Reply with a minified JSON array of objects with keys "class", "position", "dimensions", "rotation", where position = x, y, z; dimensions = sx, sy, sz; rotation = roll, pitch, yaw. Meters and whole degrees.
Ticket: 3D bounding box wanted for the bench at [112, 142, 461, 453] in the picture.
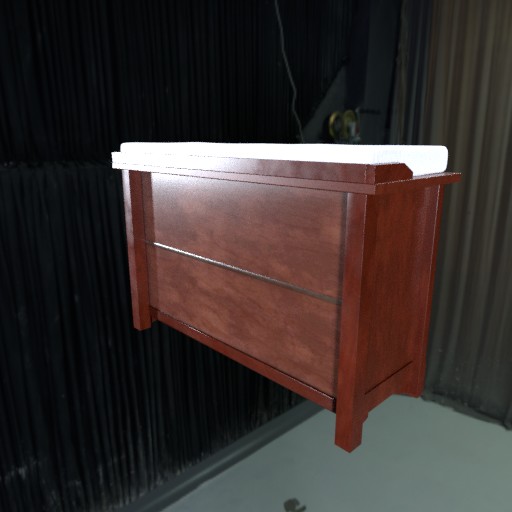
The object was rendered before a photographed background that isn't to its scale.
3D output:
[{"class":"bench","position":[0.000,0.000,1.313],"dimensions":[0.369,0.646,0.987],"rotation":[-14,20,-42]}]
